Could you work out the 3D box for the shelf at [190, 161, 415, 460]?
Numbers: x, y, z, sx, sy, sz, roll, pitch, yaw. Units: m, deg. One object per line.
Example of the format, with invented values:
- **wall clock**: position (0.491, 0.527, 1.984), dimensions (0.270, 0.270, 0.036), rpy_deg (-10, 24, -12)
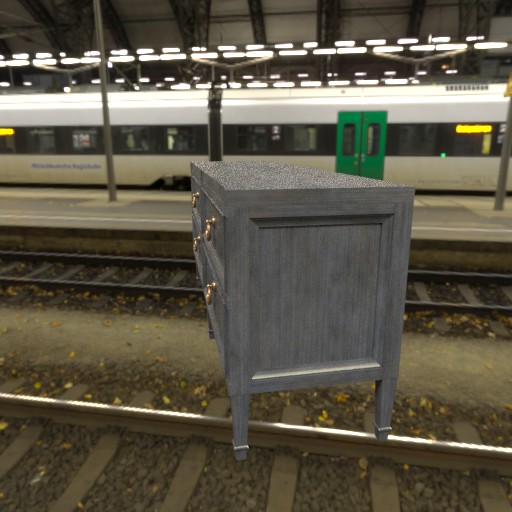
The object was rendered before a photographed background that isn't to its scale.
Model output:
- **shelf**: position (0.000, 0.000, 1.866), dimensions (0.479, 0.719, 1.575), rpy_deg (-3, 15, -11)
